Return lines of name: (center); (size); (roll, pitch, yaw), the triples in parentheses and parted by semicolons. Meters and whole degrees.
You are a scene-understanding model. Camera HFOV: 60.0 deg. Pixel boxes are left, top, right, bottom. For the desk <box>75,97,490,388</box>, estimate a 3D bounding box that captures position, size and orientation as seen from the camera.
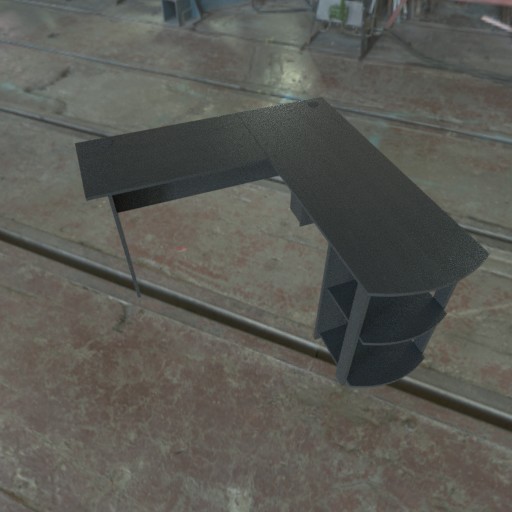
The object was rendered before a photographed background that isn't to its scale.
desk: (0.000, 0.000, 2.064); (1.303, 0.716, 1.361); (-16, 47, -15)
